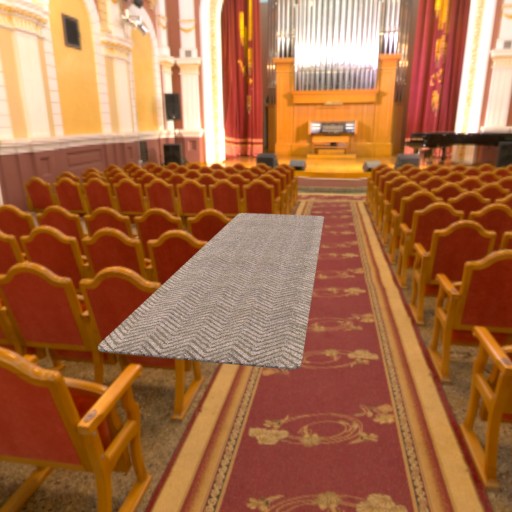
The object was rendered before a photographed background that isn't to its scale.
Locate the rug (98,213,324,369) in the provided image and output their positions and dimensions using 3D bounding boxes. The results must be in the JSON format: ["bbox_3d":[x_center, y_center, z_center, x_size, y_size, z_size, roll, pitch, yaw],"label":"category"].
[{"bbox_3d":[0.000,0.000,2.491,0.686,0.008,2.286,3,17,10],"label":"rug"}]
